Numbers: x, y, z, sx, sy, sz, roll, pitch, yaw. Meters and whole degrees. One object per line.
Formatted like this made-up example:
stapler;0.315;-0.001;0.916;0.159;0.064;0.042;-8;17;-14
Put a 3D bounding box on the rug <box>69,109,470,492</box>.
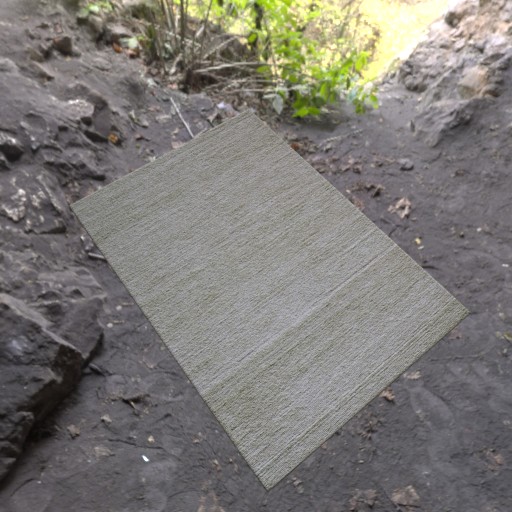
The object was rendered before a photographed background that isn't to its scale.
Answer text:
rug;0.000;0.000;2.942;1.606;0.017;2.270;-34;66;-18
